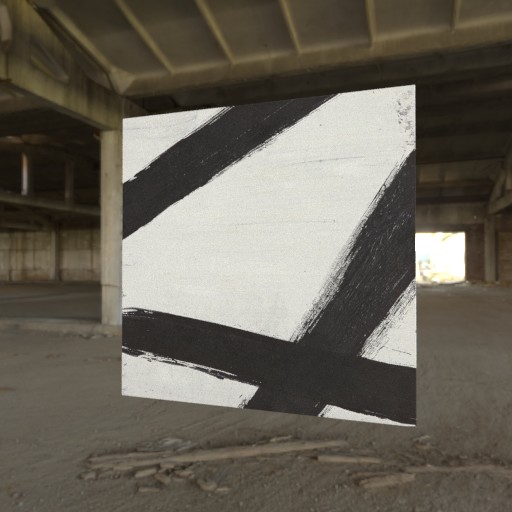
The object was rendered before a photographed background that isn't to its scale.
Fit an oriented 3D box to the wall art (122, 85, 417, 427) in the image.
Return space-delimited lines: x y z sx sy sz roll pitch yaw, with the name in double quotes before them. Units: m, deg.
"wall art" 0.000 0.000 1.129 0.765 0.765 0.046 0 -1 18
